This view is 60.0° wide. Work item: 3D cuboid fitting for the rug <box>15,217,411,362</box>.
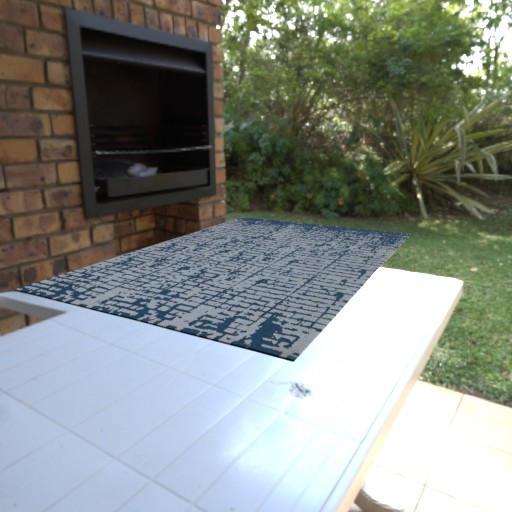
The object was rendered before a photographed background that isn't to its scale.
[{"bbox_3d":[0.000,0.000,2.275,1.220,0.007,1.828,8,17,27],"label":"rug"}]
